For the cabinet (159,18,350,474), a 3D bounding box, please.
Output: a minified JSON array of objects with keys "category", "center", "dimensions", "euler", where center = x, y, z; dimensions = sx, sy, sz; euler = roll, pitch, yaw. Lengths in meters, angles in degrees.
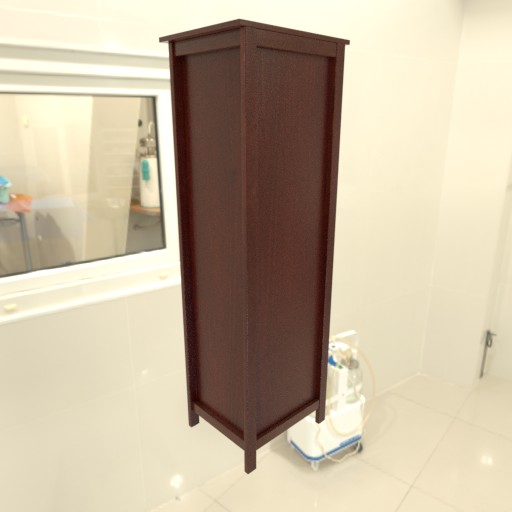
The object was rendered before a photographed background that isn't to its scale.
[{"category":"cabinet","center":[0.000,0.000,1.704],"dimensions":[0.500,1.518,0.401],"euler":[-16,23,-41]}]
